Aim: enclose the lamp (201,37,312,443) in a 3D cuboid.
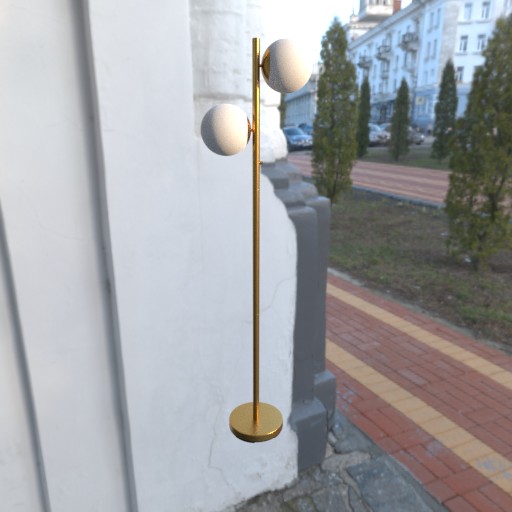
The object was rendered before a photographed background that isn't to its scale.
[{"bbox_3d":[0.000,0.000,1.828,0.419,1.641,0.249,-3,17,-9],"label":"lamp"}]
